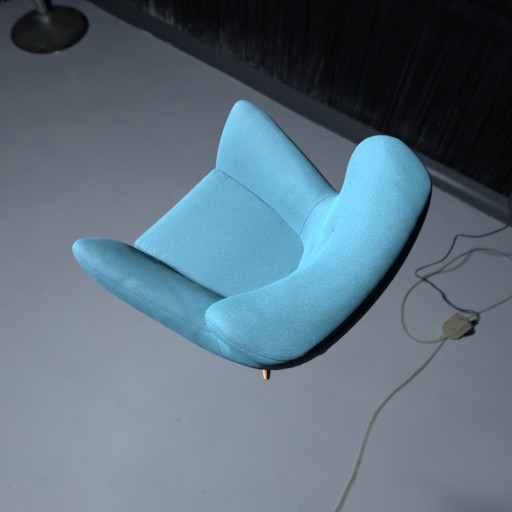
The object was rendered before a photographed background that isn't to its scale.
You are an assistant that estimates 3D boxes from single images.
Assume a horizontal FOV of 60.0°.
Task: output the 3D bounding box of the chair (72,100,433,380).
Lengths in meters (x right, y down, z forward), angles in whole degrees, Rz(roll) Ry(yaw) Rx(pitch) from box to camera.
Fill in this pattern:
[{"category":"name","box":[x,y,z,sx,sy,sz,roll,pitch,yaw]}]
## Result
[{"category":"chair","box":[0.000,0.000,1.605,0.889,0.889,0.890,36,68,17]}]
